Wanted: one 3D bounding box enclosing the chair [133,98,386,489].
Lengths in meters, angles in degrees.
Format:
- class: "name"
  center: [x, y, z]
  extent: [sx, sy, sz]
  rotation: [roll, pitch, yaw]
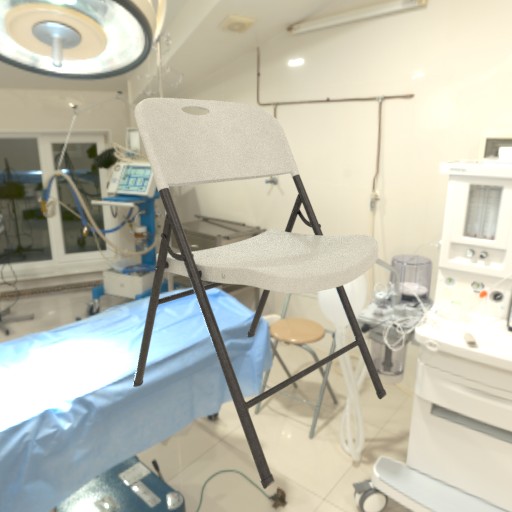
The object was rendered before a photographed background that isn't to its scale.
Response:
- class: "chair"
  center: [0.000, 0.000, 1.175]
  extent: [0.494, 0.810, 0.566]
  rotation: [-15, 22, -42]
